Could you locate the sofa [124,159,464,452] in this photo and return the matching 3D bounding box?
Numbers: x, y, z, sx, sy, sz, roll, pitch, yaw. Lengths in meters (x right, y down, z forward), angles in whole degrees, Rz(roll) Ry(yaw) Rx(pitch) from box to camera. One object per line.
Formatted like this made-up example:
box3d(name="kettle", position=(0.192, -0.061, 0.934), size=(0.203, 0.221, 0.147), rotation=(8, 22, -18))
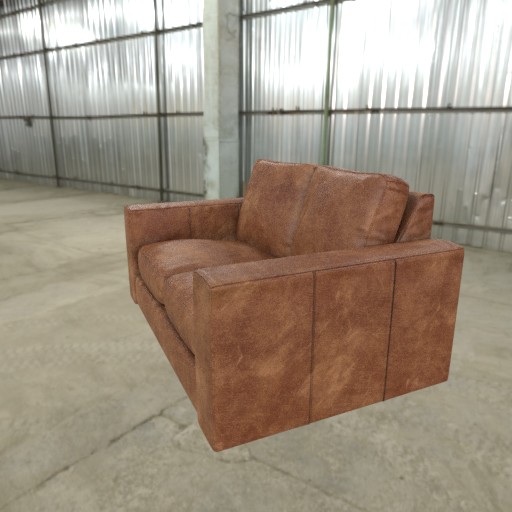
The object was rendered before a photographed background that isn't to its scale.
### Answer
box3d(name="sofa", position=(0.000, 0.000, 2.239), size=(1.041, 0.889, 1.626), rotation=(-7, 17, -24))
